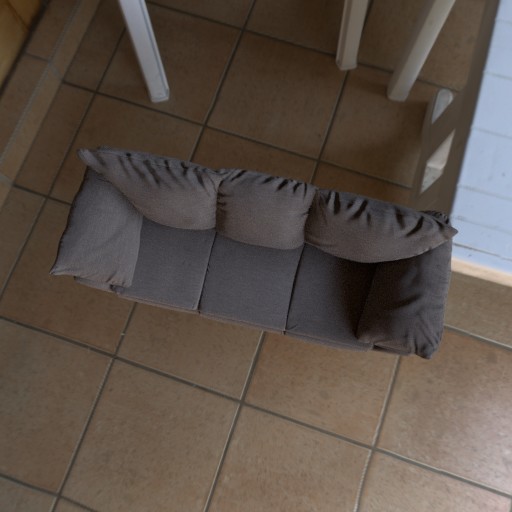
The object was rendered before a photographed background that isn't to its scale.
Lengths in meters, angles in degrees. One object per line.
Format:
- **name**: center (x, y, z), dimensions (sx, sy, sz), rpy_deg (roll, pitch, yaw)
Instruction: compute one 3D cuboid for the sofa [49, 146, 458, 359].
- **sofa**: center (0.000, 0.000, 2.909), dimensions (2.390, 1.043, 0.927), rpy_deg (12, 77, 3)
